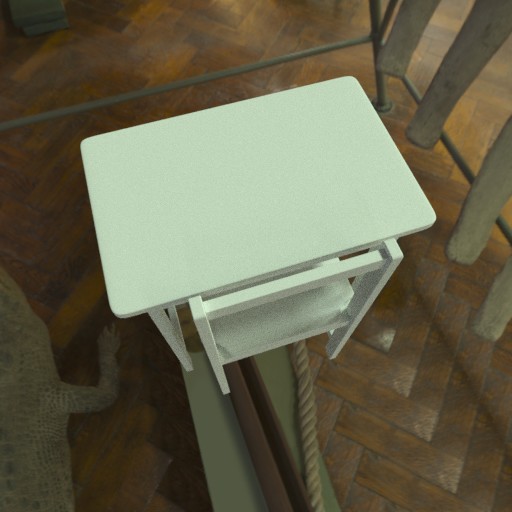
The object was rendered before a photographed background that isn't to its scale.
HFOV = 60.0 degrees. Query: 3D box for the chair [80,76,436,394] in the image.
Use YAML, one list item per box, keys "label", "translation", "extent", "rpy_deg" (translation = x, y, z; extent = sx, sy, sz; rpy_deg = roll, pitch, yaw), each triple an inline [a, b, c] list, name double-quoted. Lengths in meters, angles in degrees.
- label: "chair"
  translation: [0.000, 0.000, 1.073]
  extent: [0.599, 0.673, 0.461]
  rpy_deg: [-16, 65, -8]
